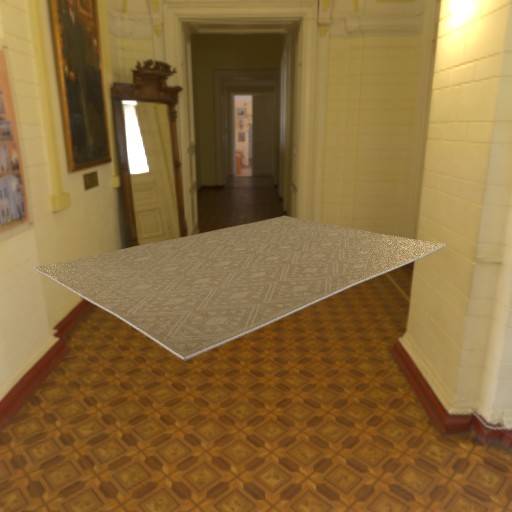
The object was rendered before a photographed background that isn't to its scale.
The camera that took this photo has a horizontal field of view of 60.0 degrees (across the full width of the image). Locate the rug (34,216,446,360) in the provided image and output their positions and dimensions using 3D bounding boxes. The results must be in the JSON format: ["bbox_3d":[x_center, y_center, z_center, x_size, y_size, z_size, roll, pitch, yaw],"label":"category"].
[{"bbox_3d":[0.000,0.000,2.352,1.829,0.034,1.252,-15,22,-42],"label":"rug"}]
